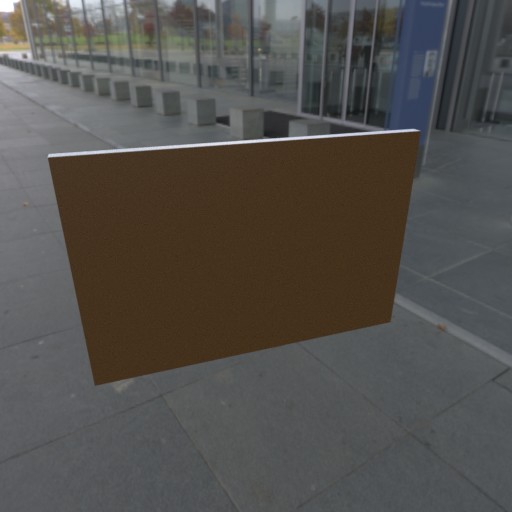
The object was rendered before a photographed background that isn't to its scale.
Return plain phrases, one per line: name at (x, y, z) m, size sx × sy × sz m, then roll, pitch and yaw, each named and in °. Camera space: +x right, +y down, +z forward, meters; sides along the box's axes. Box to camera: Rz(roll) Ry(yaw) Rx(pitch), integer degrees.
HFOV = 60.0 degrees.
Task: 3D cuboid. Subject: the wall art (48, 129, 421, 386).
wall art at (0.000, 0.000, 1.488) m, size 1.145 × 0.762 × 0.041 m, roll -9°, pitch 27°, yaw -17°
